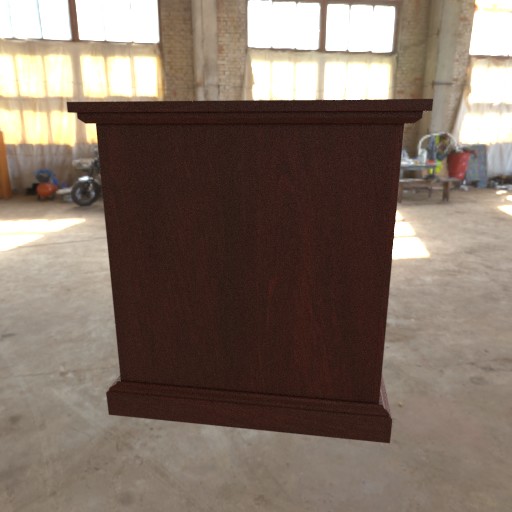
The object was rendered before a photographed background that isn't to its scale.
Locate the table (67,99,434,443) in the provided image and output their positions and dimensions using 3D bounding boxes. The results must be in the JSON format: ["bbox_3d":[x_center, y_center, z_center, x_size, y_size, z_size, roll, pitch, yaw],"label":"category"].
[{"bbox_3d":[0.000,0.000,0.950,0.584,0.612,0.356,2,17,8],"label":"table"}]
